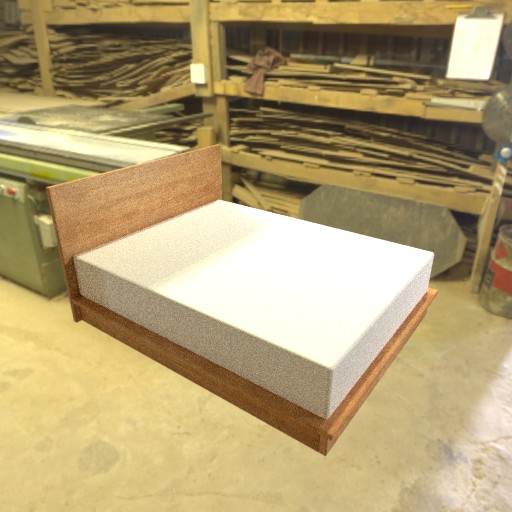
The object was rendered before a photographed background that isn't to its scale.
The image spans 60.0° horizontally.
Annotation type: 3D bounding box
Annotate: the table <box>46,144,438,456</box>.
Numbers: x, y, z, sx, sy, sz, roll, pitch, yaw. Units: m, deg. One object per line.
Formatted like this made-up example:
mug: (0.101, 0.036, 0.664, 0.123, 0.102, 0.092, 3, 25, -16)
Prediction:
table: (0.000, 0.000, 3.155, 2.149, 1.041, 1.707, 18, 31, 32)
